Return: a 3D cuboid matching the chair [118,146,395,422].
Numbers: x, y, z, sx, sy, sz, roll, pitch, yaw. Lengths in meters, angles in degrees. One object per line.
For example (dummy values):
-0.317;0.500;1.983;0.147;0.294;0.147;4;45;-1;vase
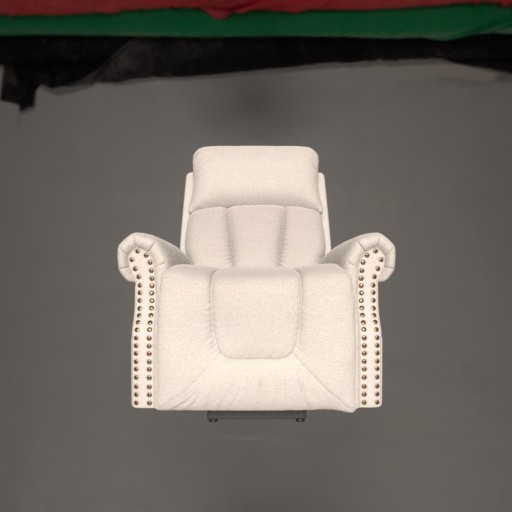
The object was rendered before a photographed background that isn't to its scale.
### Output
0.000;0.000;1.737;0.871;1.031;0.979;0;1;0;chair
